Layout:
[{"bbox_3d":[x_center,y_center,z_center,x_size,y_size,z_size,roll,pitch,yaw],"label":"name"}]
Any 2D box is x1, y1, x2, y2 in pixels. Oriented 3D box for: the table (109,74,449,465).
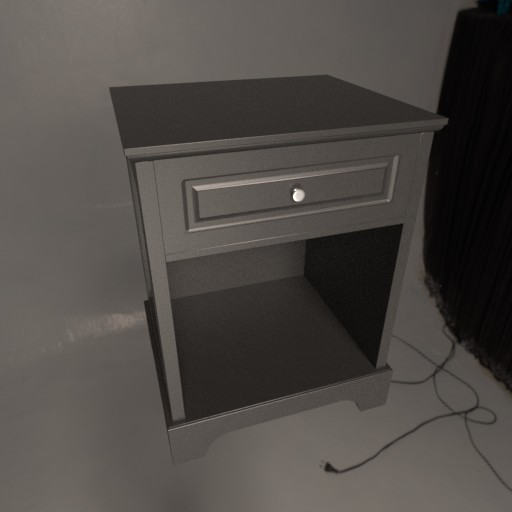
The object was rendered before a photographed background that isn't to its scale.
[{"bbox_3d":[0.000,0.000,0.902,0.460,0.610,0.399,-10,33,-16],"label":"table"}]
